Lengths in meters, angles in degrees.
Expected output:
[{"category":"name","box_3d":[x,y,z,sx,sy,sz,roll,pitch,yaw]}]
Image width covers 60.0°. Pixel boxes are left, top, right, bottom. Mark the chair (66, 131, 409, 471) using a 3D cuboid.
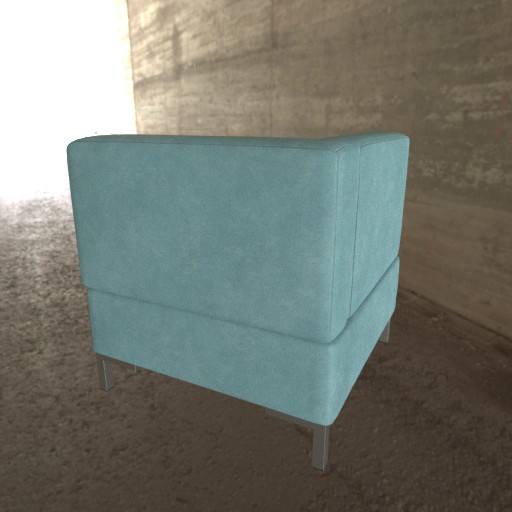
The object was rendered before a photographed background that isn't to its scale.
[{"category":"chair","box_3d":[0.000,0.000,1.224,0.680,0.660,0.680,9,19,26]}]
